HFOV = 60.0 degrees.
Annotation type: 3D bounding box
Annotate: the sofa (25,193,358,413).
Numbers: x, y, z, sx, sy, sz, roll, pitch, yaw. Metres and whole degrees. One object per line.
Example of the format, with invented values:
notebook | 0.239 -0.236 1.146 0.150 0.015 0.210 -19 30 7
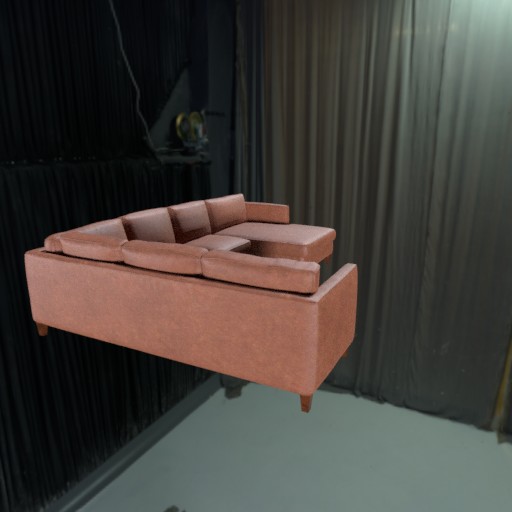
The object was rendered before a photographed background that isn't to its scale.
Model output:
sofa | 0.000 0.000 4.615 2.593 0.923 3.460 7 17 26
